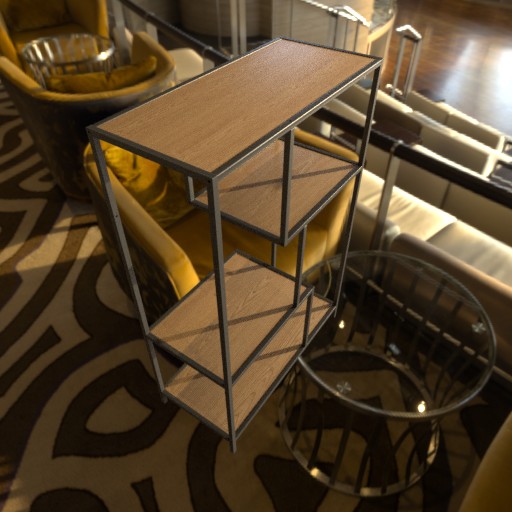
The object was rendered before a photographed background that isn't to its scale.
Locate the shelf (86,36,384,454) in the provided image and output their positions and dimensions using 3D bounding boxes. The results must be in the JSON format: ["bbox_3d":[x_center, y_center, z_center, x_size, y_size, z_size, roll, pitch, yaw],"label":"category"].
[{"bbox_3d":[0.000,0.000,1.490,0.350,1.138,0.770,25,48,25],"label":"shelf"}]
